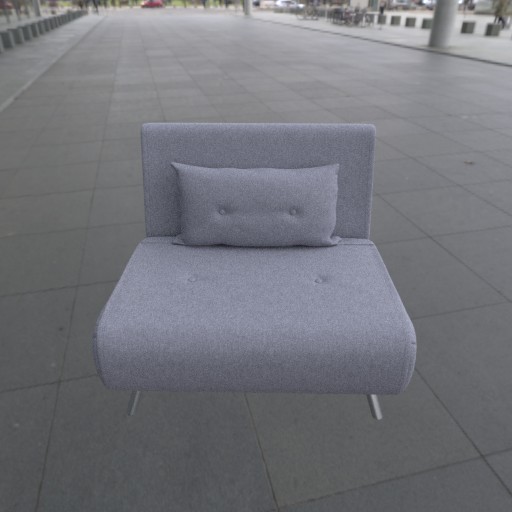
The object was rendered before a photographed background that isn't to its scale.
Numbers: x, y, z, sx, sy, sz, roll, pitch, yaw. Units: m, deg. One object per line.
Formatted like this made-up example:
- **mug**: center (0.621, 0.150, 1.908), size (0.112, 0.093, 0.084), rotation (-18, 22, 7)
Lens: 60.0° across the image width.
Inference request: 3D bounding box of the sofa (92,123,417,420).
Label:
- **sofa**: center (0.000, 0.000, 1.736), size (1.020, 0.825, 1.000), rotation (1, 30, 1)
